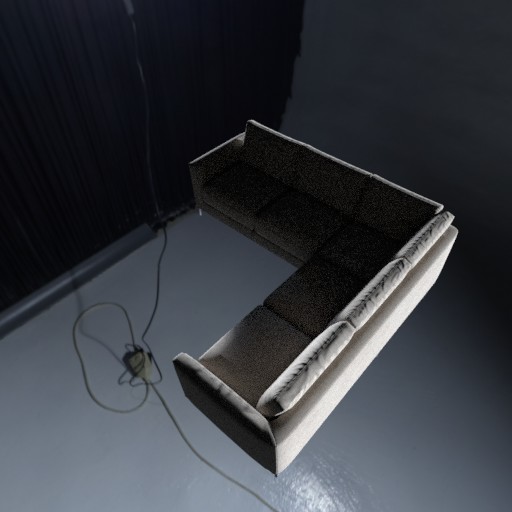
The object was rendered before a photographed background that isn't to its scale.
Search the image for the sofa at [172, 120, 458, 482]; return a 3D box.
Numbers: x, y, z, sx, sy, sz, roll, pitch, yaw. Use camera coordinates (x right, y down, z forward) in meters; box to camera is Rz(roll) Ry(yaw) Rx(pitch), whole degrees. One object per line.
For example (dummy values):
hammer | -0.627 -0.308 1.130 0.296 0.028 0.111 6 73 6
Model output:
sofa | 0.000 0.000 3.756 2.438 0.864 2.438 32 54 28
